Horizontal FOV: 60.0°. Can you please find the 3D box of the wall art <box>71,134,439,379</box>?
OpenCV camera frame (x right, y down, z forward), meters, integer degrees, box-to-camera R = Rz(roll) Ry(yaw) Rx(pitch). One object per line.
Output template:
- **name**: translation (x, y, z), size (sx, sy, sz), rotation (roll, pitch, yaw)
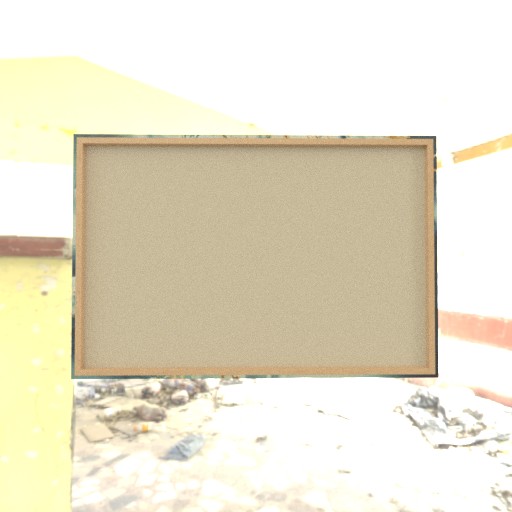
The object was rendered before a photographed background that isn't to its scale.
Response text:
- **wall art**: translation (0.000, 0.000, 1.397), size (1.138, 0.759, 0.035), rotation (0, -1, -1)
